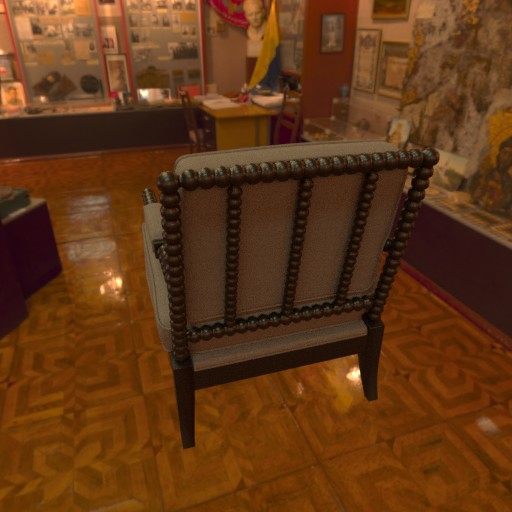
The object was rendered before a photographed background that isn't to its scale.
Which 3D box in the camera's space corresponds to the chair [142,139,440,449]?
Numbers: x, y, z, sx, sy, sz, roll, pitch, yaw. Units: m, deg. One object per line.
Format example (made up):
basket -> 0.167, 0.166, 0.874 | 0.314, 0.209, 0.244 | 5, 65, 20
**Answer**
chair -> 0.000, 0.000, 1.118 | 0.540, 0.661, 0.622 | -8, 29, -15
